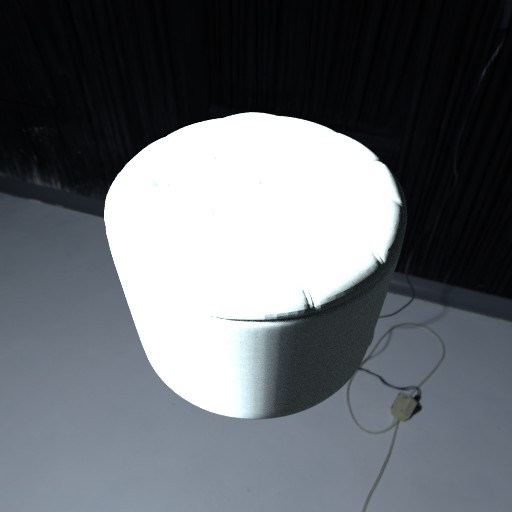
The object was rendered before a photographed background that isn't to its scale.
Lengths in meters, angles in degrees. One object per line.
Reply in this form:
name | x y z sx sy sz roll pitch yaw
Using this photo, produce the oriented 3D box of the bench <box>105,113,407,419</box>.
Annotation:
bench | 0.000 0.000 1.023 0.600 0.453 0.600 0 46 0
